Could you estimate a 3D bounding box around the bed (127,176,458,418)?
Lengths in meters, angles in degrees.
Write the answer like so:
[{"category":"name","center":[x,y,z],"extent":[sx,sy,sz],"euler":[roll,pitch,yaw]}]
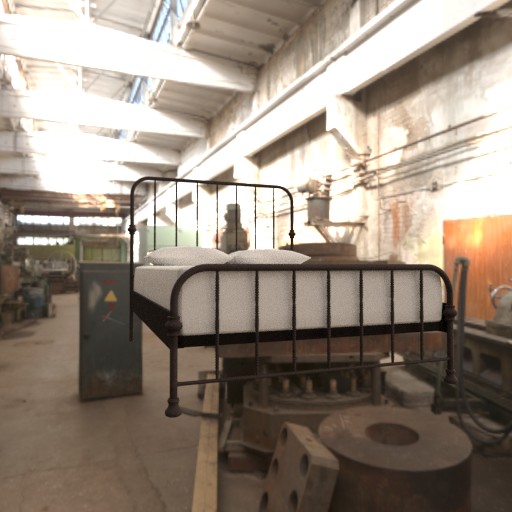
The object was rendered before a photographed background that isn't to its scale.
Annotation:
[{"category":"bed","center":[0.000,0.000,3.172],"extent":[1.616,1.446,2.134],"euler":[0,-1,-21]}]
